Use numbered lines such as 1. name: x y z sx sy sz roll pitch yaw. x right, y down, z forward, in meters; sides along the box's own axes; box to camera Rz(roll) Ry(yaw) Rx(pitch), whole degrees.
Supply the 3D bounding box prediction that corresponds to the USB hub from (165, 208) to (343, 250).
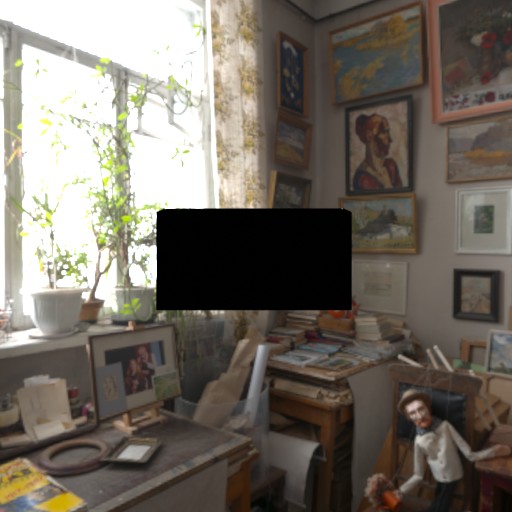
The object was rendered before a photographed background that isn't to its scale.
1. USB hub: 0.000 0.000 0.157 0.044 0.023 0.145 0 1 0
